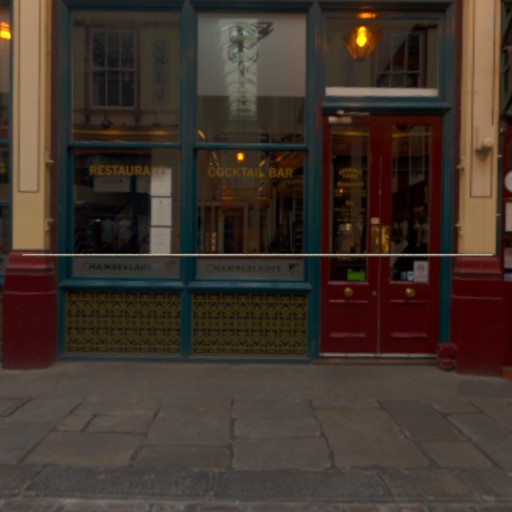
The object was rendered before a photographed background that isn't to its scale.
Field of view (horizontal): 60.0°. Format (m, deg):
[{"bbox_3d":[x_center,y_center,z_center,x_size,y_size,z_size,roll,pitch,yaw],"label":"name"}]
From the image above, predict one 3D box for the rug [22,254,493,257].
[{"bbox_3d":[0.000,0.000,4.226,3.204,0.016,2.452,0,0,-1],"label":"rug"}]
